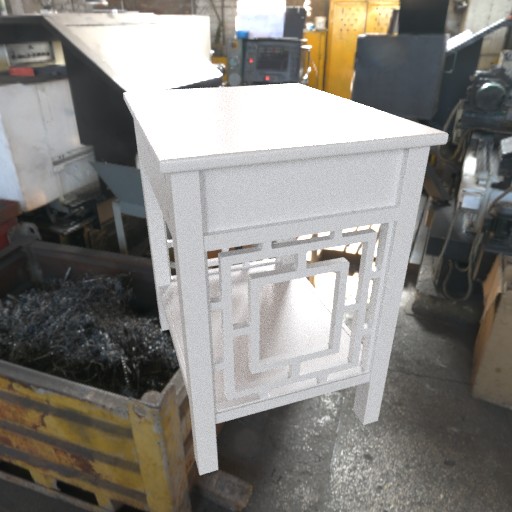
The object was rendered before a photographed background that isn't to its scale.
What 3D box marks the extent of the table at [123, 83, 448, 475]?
[{"bbox_3d":[0.000,0.000,1.004,0.451,0.646,0.564,-10,30,-17],"label":"table"}]
